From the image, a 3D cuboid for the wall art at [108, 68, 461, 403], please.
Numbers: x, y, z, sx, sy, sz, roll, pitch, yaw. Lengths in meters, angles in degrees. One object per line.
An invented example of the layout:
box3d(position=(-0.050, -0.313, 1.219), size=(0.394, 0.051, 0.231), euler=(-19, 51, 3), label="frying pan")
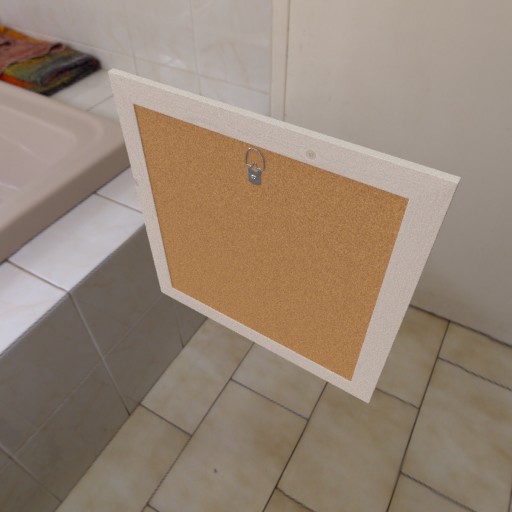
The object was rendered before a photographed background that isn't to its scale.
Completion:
box3d(position=(0.000, 0.000, 0.839), size=(0.572, 0.577, 0.015), euler=(24, 51, 22), label="wall art")
